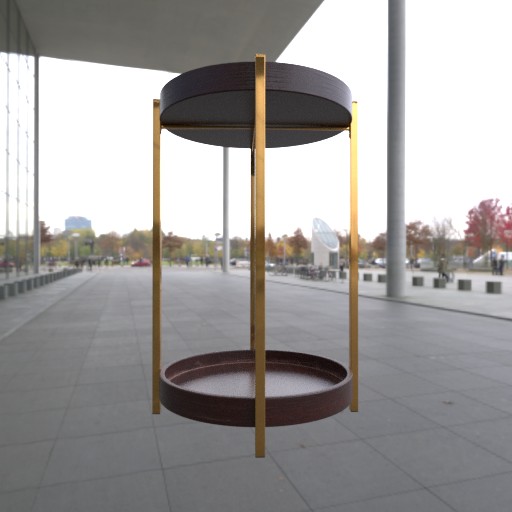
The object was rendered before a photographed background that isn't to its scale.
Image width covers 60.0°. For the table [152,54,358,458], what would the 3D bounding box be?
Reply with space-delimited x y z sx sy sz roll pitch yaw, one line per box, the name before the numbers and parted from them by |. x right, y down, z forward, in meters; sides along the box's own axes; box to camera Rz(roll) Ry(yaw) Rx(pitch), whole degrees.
table | 0.000 0.000 0.869 0.400 0.610 0.400 0 0 -2
